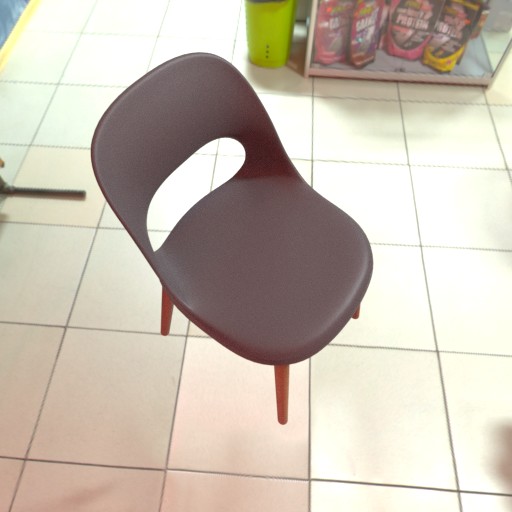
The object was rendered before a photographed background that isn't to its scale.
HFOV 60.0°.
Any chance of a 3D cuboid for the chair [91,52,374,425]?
[{"bbox_3d":[0.000,0.000,1.113,0.556,0.795,0.470,33,64,18],"label":"chair"}]
